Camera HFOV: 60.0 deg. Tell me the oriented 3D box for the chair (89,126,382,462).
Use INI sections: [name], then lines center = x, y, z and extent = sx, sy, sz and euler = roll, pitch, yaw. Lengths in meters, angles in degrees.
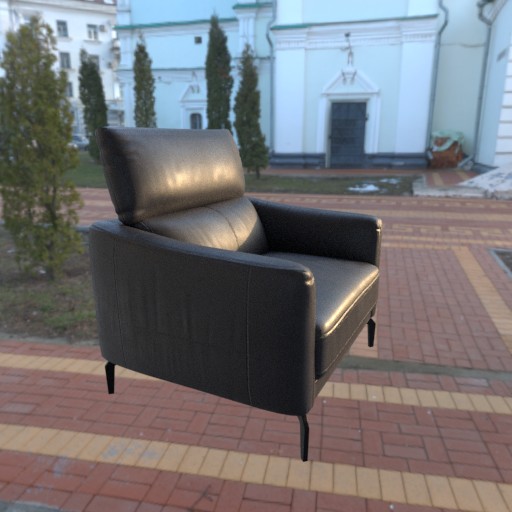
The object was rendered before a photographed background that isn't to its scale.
[chair]
center = 0.000, 0.000, 1.691
extent = 0.809, 0.949, 0.976
euler = 8, 17, 26
